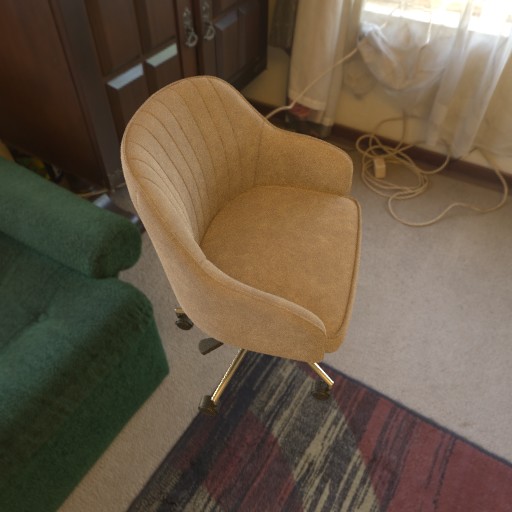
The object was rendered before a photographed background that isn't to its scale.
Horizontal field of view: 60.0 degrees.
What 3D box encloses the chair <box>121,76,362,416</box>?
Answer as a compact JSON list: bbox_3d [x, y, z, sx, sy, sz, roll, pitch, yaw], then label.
[{"bbox_3d":[0.000,0.000,1.258,0.573,0.831,0.635,10,48,9],"label":"chair"}]
